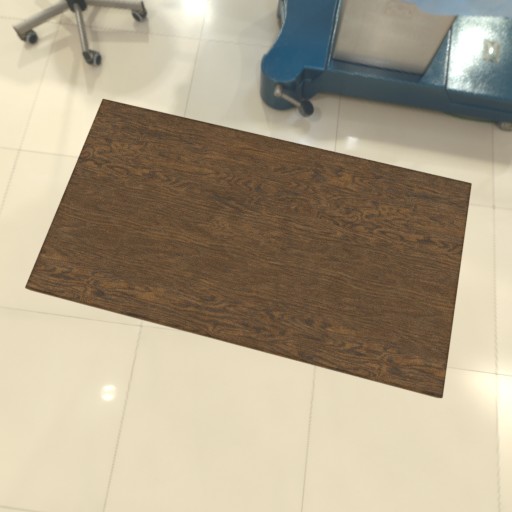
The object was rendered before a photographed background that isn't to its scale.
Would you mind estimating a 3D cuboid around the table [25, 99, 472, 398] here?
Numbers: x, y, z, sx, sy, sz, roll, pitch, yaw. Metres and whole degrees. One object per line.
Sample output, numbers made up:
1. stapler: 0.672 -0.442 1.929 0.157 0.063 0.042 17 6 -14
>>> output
1. table: 0.000 0.000 2.556 1.989 0.795 1.078 14 74 4
